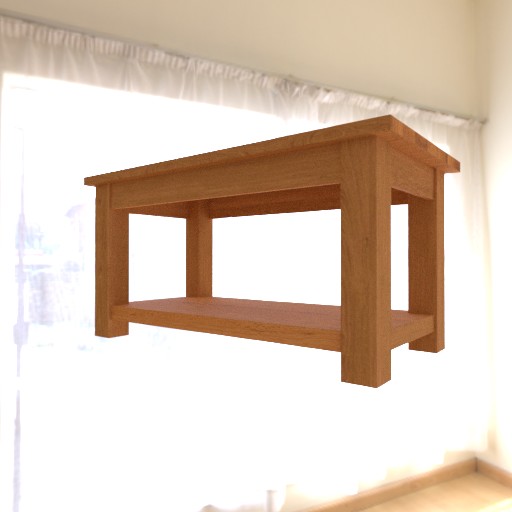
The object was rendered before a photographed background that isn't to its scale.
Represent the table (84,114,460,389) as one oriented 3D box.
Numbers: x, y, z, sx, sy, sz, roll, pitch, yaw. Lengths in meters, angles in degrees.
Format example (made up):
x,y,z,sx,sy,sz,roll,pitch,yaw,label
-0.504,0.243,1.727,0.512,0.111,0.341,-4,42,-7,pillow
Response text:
x,y,z,sx,sy,sz,roll,pitch,yaw,label
0.000,0.000,1.167,0.899,0.452,0.450,0,0,38,table
